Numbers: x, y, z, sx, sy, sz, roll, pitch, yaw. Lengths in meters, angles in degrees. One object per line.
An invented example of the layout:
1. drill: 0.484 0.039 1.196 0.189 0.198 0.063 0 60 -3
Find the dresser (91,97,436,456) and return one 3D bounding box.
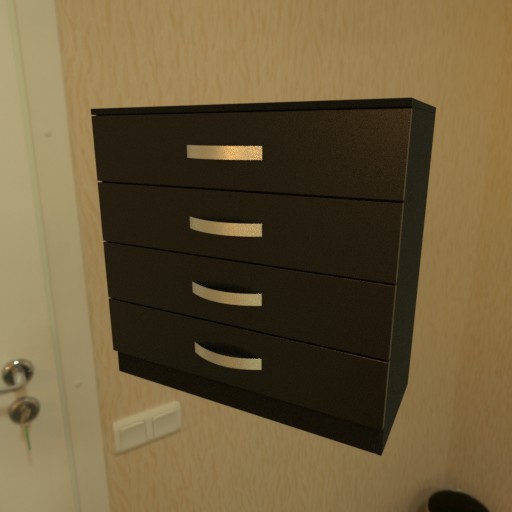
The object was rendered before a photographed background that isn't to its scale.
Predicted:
1. dresser: 0.000 0.000 1.133 0.750 0.720 0.360 8 17 27
